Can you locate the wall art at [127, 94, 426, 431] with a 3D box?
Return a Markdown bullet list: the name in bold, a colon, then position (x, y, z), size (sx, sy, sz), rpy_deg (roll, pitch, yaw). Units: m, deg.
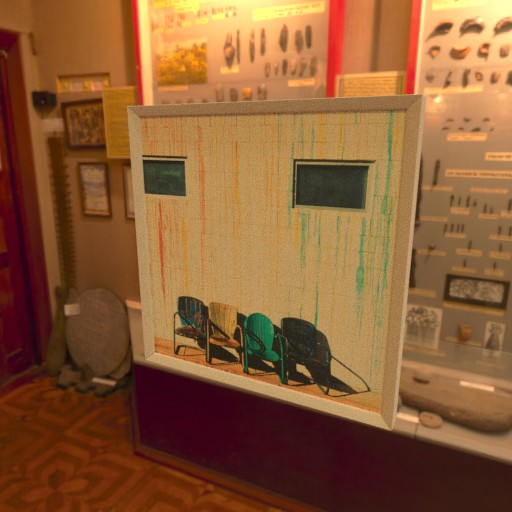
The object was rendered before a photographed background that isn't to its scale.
- **wall art**: position (0.000, 0.000, 0.771), size (0.508, 0.508, 0.037), rpy_deg (8, 17, 26)
